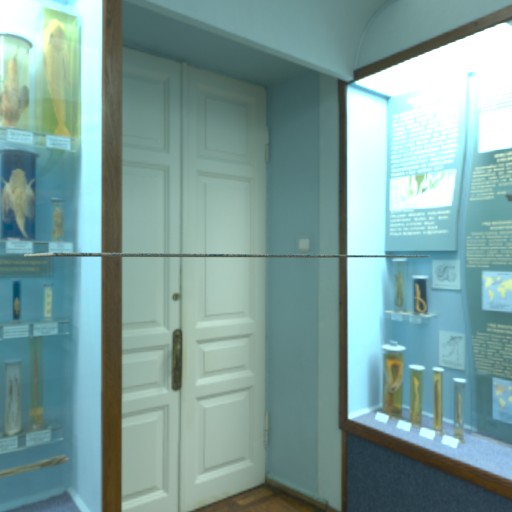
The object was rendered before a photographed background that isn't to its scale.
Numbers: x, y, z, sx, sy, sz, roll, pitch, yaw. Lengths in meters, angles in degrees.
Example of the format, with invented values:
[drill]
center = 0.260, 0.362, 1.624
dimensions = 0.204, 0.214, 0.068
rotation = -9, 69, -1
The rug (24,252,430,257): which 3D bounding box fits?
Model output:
[rug]
center = 0.000, 0.000, 2.727
dimensions = 2.452, 0.012, 0.775
rotation = 0, -1, -35
